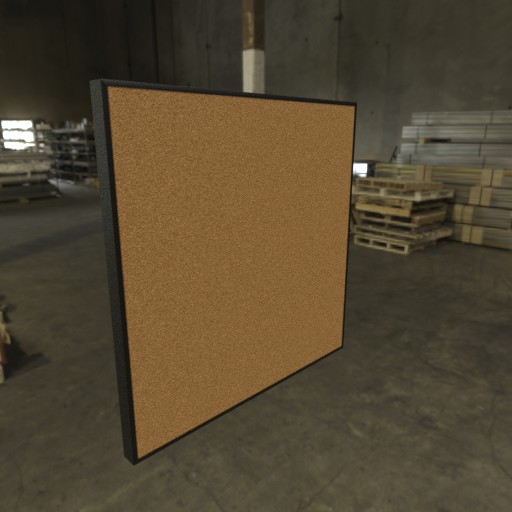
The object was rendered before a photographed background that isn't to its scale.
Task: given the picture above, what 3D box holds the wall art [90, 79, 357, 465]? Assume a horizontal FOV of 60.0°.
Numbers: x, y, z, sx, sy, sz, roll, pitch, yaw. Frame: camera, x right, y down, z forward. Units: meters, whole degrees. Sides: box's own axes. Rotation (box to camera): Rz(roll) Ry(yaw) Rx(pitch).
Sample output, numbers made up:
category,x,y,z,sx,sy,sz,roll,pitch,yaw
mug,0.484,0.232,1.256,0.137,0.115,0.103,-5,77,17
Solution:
category,x,y,z,sx,sy,sz,roll,pitch,yaw
wall art,0.000,0.000,1.113,0.769,0.766,0.042,-15,21,-43
